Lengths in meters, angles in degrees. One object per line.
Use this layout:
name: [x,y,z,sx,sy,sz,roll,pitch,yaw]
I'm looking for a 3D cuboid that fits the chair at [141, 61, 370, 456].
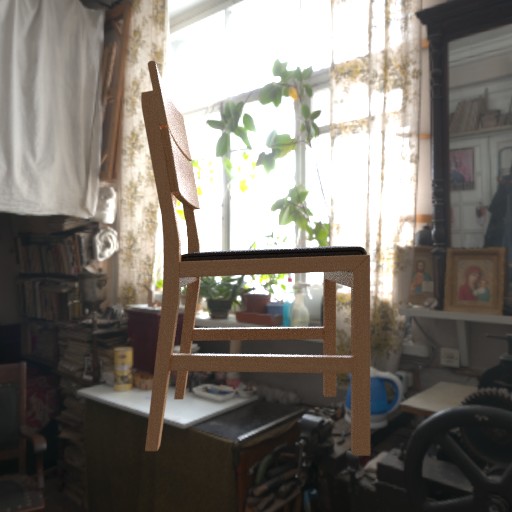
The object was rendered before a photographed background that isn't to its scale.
chair: [0.000,0.000,1.289,0.560,0.950,0.475,0,0,0]
